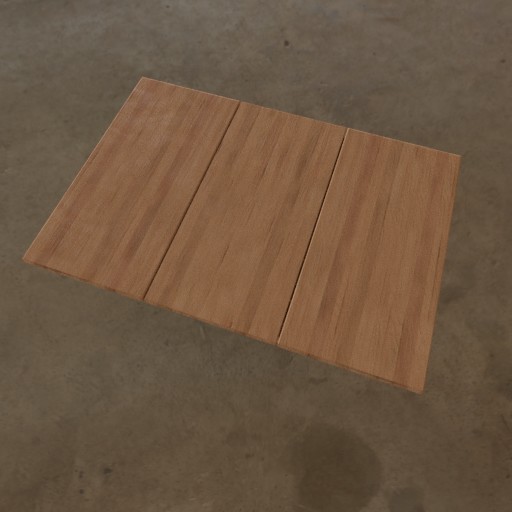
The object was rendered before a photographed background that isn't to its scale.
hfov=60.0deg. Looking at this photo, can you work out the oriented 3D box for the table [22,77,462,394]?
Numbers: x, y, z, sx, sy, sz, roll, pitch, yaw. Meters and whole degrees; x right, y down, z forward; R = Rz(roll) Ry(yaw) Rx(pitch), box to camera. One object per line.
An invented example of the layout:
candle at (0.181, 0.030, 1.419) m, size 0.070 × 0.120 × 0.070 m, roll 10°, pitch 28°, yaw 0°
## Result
table at (0.000, 0.000, 1.876) m, size 1.300 × 0.770 × 0.900 m, roll 17°, pitch 64°, yaw 9°
